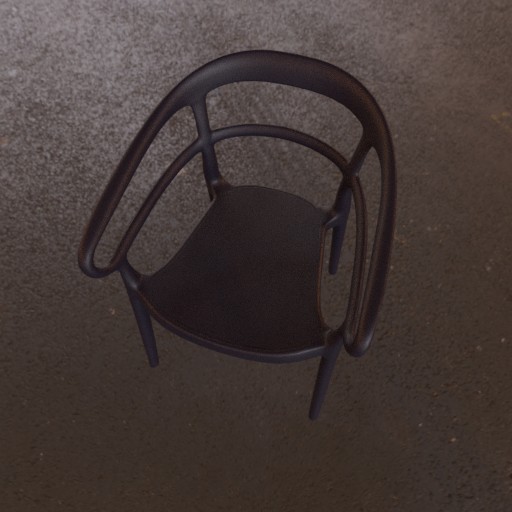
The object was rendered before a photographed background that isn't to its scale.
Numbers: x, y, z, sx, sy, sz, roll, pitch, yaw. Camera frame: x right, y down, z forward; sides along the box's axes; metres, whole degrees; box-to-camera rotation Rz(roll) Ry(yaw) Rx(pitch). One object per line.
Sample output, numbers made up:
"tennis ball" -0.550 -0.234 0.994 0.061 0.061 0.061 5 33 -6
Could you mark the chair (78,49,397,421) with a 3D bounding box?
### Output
"chair" 0.000 0.000 1.093 0.559 0.761 0.527 15 60 9
